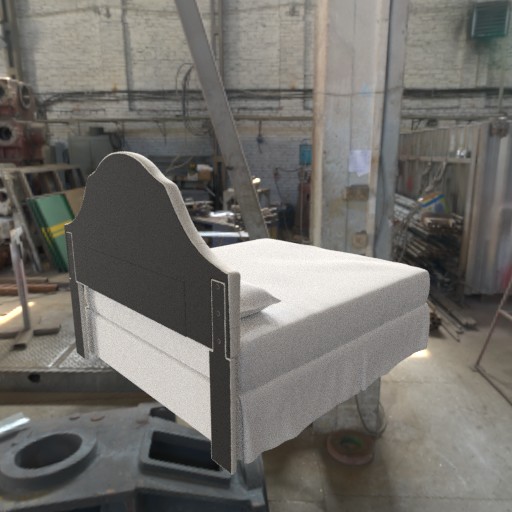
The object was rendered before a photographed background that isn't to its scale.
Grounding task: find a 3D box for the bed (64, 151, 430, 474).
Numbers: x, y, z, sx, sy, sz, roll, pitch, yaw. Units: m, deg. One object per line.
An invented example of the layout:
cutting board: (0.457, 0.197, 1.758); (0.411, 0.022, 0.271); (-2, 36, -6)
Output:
bed: (0.000, 0.000, 3.515); (2.214, 1.615, 2.008); (-13, 18, -42)
